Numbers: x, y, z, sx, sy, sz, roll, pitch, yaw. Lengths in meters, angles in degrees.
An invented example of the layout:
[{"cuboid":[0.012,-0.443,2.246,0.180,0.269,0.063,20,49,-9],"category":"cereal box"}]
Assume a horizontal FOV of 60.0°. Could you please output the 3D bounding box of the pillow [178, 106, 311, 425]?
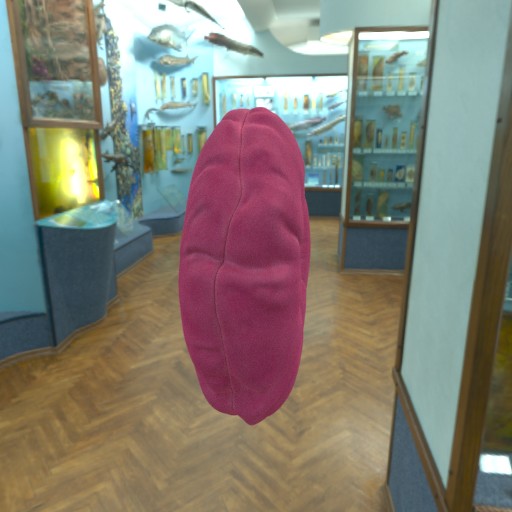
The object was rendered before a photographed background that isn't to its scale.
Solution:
[{"cuboid":[0.000,0.000,0.637,0.148,0.407,0.428,2,15,9],"category":"pillow"}]
